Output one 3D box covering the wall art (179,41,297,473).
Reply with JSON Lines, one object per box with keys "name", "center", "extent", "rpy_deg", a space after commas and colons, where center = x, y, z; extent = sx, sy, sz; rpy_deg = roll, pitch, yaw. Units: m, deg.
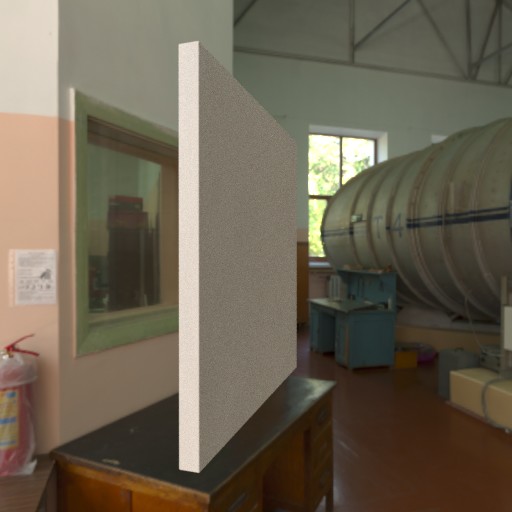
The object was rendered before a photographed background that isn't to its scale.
{"name": "wall art", "center": [0.000, 0.000, 1.148], "extent": [0.040, 0.762, 0.762], "rpy_deg": [0, 0, 18]}
